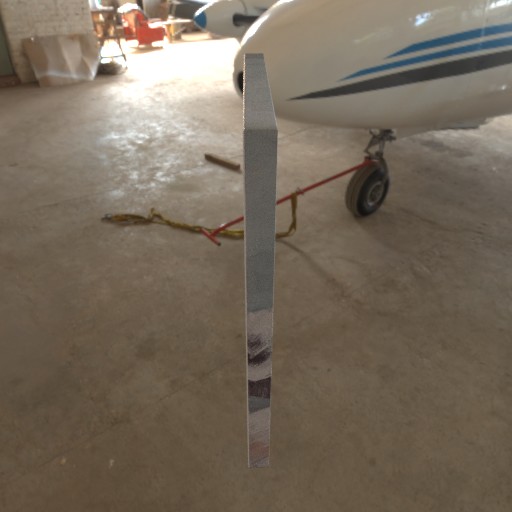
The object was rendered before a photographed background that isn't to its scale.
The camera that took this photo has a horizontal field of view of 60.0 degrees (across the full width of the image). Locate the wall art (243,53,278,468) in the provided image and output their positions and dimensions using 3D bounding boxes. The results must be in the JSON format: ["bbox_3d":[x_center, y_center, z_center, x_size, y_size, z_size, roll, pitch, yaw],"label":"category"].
[{"bbox_3d":[0.000,0.000,0.811,0.037,0.613,0.455,-1,34,-1],"label":"wall art"}]
